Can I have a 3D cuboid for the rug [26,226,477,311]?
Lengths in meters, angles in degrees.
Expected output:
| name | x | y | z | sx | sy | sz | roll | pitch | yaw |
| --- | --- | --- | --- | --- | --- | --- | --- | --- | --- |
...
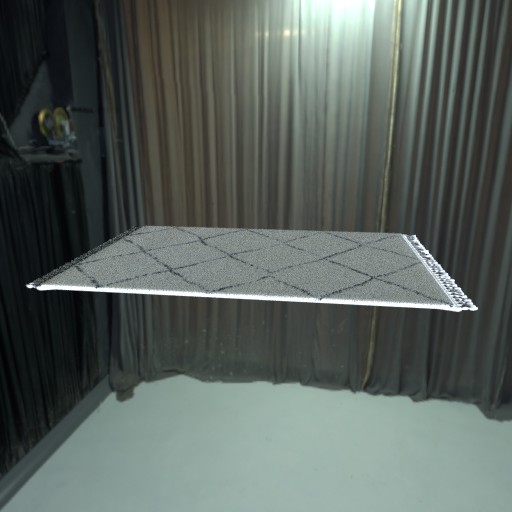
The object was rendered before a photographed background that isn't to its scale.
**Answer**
| name | x | y | z | sx | sy | sz | roll | pitch | yaw |
| --- | --- | --- | --- | --- | --- | --- | --- | --- | --- |
| rug | 0.000 | 0.000 | 2.900 | 2.307 | 0.031 | 1.494 | 2 | 16 | 7 |
